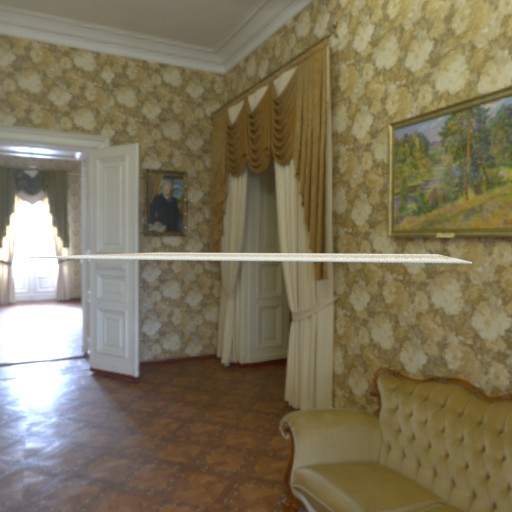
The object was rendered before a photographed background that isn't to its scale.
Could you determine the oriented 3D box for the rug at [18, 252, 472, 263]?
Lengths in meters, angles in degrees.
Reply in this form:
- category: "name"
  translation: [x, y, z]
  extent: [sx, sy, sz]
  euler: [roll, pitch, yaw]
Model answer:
- category: "rug"
  translation: [0.000, 0.000, 2.286]
  extent: [1.850, 0.006, 1.234]
  euler: [0, 2, 17]
